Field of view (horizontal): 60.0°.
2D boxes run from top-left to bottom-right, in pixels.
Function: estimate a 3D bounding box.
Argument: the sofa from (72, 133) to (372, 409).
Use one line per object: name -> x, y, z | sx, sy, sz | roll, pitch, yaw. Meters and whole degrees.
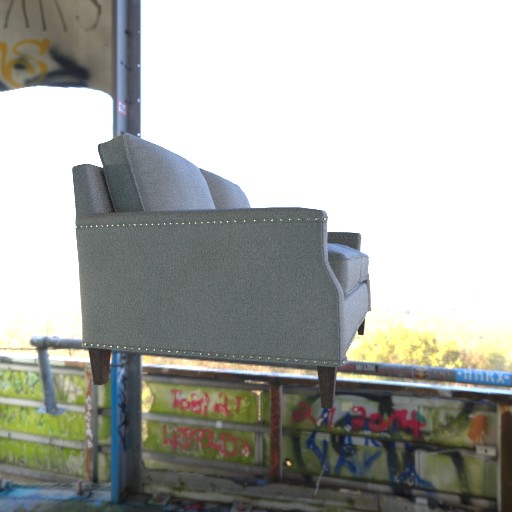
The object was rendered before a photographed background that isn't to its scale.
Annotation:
sofa -> 0.000, 0.000, 2.293 | 1.084, 1.003, 1.597 | 0, 0, 18
